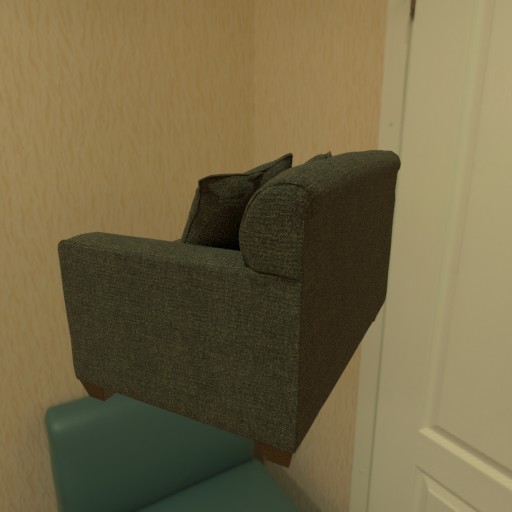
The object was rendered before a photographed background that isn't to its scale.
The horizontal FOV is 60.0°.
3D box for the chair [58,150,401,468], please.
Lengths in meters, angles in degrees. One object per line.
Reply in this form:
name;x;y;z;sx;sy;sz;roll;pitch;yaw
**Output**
chair;0.000;0.000;2.021;1.000;0.948;1.383;8;18;26
